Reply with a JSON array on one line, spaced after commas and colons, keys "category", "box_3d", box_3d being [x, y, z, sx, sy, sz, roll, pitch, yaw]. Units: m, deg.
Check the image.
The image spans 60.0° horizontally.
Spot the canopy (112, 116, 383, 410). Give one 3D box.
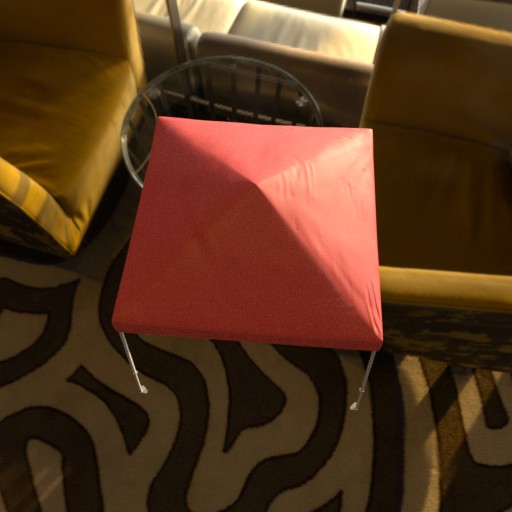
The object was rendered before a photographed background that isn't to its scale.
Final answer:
[{"category": "canopy", "box_3d": [0.000, 0.000, 6.486, 3.599, 3.600, 3.600, 4, 64, 2]}]
